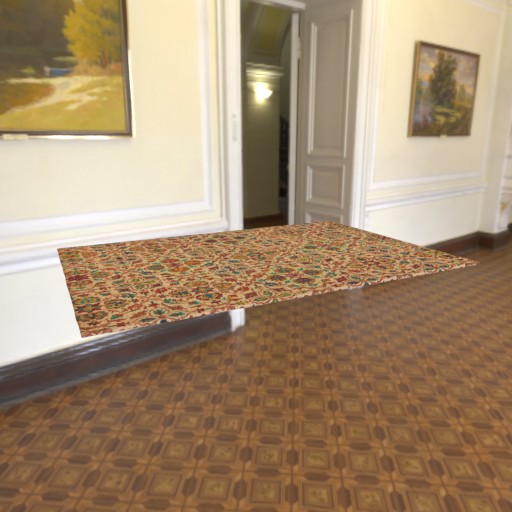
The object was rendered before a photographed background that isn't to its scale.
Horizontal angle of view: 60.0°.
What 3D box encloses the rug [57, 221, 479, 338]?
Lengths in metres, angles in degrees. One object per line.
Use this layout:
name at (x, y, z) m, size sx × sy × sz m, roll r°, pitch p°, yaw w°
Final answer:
rug at (0.000, 0.000, 2.884) m, size 2.297 × 0.018 × 1.541 m, roll -7°, pitch 17°, yaw -26°
